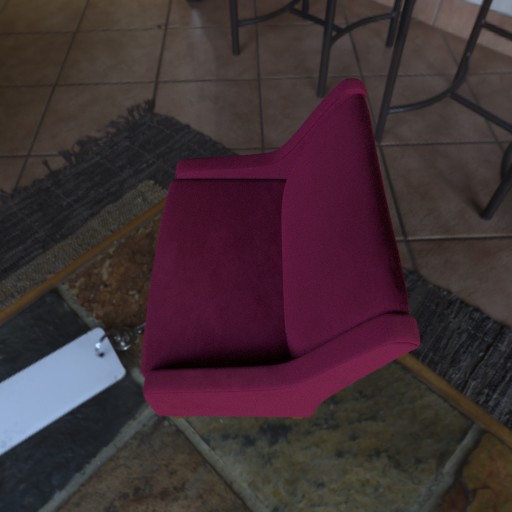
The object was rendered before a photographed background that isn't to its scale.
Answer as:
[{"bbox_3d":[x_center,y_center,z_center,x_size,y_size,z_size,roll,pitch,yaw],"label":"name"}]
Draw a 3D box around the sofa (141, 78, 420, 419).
[{"bbox_3d":[0.000,0.000,1.974,0.946,0.976,1.242,0,56,0],"label":"sofa"}]
